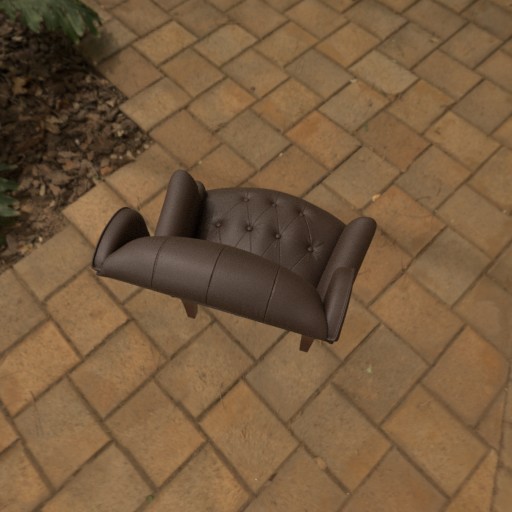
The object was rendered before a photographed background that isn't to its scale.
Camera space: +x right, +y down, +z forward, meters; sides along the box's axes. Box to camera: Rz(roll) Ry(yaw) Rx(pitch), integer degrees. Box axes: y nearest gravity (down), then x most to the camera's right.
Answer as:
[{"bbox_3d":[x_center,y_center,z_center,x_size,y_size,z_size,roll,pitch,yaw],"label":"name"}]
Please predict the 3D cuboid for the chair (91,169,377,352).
[{"bbox_3d":[0.000,0.000,1.729,0.829,1.132,0.819,15,64,8],"label":"chair"}]
